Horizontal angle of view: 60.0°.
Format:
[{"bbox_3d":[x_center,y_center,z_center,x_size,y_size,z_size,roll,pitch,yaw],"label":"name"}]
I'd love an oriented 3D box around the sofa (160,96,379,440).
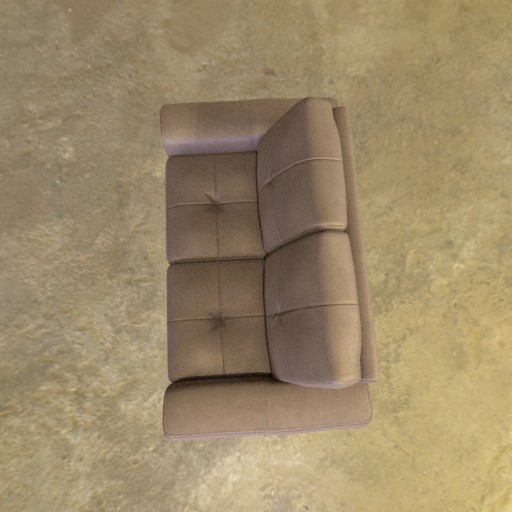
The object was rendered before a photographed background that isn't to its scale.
[{"bbox_3d":[0.000,0.000,2.380,1.018,0.907,1.806,-3,77,-1],"label":"sofa"}]
